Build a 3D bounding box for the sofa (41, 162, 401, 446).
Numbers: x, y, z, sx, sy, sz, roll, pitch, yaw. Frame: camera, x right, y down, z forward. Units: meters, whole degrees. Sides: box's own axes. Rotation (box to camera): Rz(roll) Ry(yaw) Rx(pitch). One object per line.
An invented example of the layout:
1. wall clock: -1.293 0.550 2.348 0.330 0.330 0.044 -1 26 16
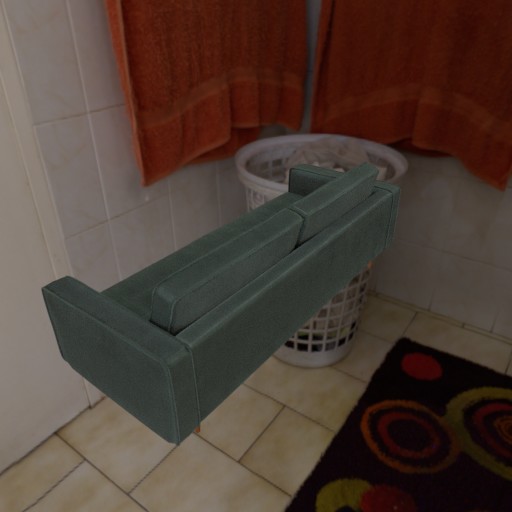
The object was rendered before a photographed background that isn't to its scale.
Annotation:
1. sofa: 0.000 0.000 2.656 0.886 0.781 2.214 21 37 32
